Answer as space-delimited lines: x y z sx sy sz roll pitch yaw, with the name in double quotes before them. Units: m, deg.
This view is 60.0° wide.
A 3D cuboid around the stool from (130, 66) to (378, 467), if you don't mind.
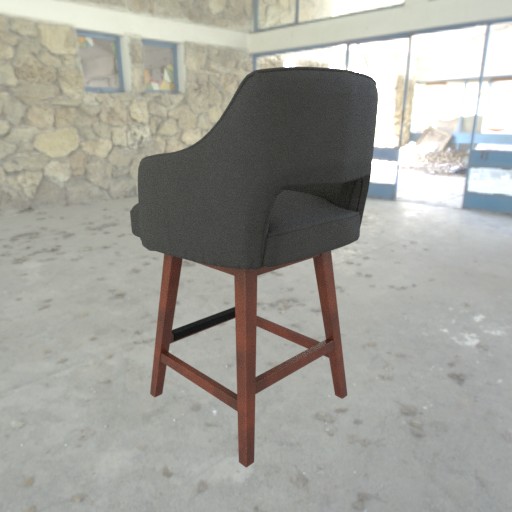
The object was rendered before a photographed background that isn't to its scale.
"stool" 0.000 0.000 1.222 0.548 0.912 0.558 -16 22 -42
